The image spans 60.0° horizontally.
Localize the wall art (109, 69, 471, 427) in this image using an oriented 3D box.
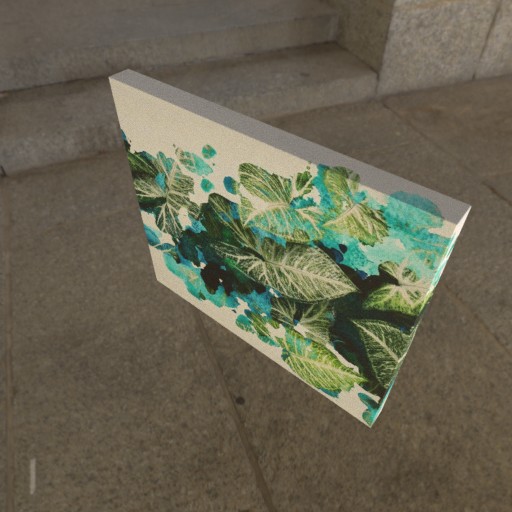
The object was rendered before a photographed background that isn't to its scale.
[{"bbox_3d":[0.000,0.000,0.684,0.507,0.435,0.041,30,52,26],"label":"wall art"}]
